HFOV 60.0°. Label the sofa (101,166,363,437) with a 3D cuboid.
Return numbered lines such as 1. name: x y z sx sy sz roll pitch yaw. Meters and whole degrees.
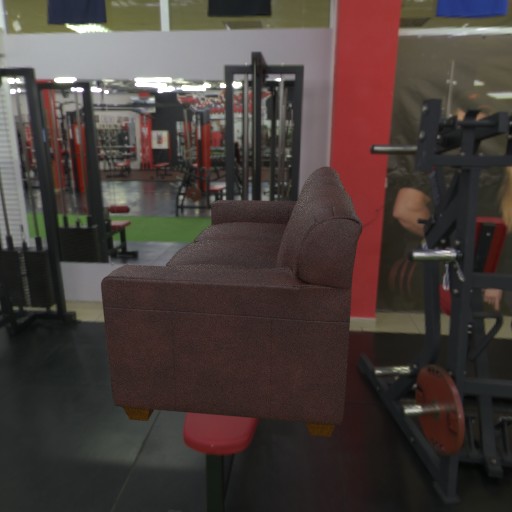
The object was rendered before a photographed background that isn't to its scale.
1. sofa: 0.000 0.000 2.624 1.008 0.953 2.039 2 16 7
